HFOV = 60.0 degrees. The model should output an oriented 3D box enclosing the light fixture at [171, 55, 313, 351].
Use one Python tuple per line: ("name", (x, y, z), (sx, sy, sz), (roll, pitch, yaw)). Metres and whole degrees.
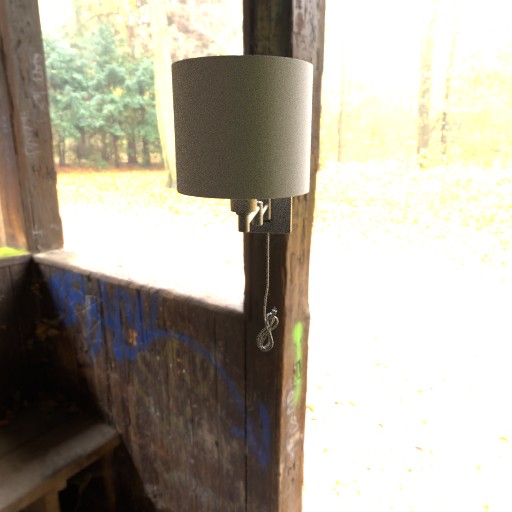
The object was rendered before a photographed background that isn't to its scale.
("light fixture", (0.000, 0.000, 0.877), (0.203, 0.651, 0.516), (2, 15, 7))
